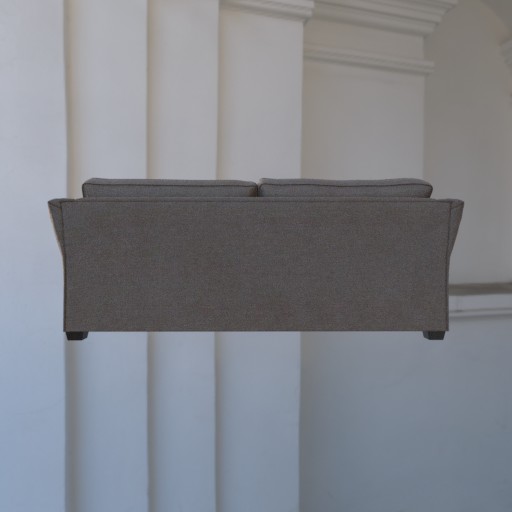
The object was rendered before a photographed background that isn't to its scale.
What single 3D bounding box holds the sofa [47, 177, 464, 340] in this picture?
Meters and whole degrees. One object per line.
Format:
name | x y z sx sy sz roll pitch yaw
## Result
sofa | 0.000 0.000 2.844 2.270 0.906 0.986 0 0 0
